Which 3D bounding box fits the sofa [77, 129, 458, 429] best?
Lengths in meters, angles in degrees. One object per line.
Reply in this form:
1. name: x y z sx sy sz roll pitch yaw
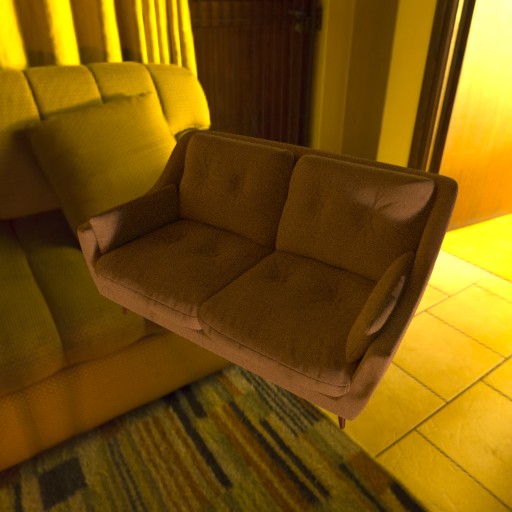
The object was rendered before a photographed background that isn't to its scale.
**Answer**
1. sofa: 0.000 0.000 2.204 1.652 0.888 0.965 19 35 30
